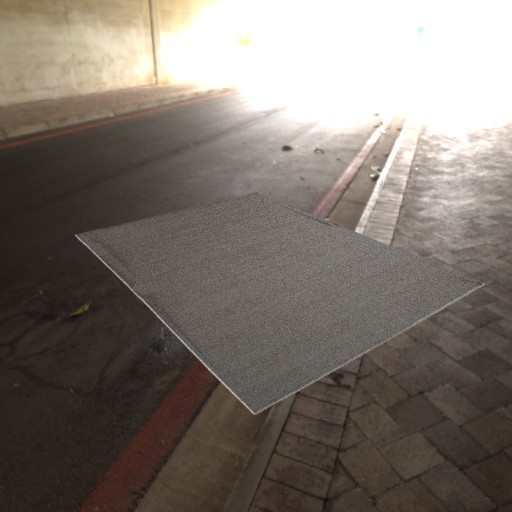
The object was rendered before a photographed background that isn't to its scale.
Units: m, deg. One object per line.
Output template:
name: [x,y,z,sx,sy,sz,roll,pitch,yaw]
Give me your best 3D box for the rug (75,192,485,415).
rug: [0.000,0.000,4.986,2.873,0.053,3.778,-18,31,-33]
